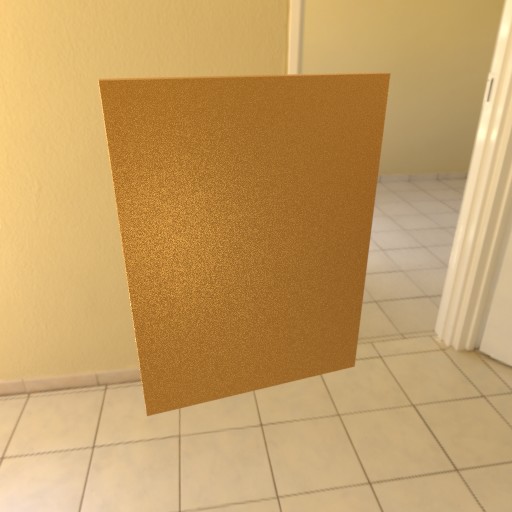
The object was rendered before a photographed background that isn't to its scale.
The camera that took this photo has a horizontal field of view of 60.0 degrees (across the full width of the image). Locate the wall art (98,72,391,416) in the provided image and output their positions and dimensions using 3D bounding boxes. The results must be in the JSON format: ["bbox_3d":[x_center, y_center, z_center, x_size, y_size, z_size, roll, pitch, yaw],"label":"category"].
[{"bbox_3d":[0.000,0.000,1.076,0.610,0.812,0.038,-8,27,-17],"label":"wall art"}]
